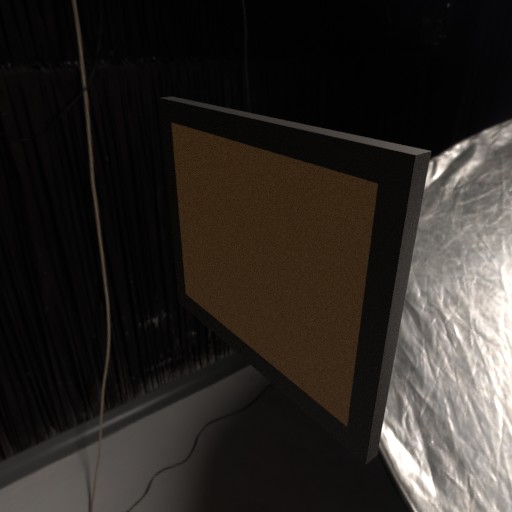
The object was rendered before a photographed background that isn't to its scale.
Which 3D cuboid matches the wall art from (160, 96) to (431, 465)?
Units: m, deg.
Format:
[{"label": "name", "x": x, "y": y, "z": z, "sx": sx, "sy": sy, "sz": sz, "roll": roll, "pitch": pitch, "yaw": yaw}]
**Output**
[{"label": "wall art", "x": 0.000, "y": 0.000, "z": 0.755, "sx": 0.028, "sy": 0.460, "sz": 0.561, "roll": -19, "pitch": 33, "yaw": -33}]
